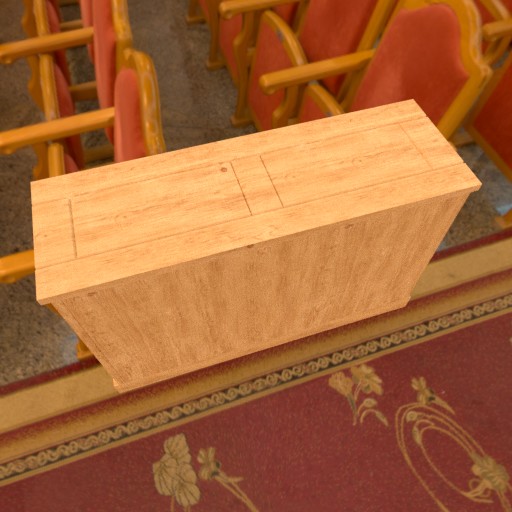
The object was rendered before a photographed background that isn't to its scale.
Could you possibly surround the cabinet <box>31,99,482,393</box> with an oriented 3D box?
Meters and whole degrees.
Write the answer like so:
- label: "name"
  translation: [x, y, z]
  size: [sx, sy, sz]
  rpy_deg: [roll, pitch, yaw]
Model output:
- label: "cabinet"
  translation: [0.000, 0.000, 1.701]
  size: [1.321, 0.810, 0.432]
  rpy_deg: [-15, 58, -10]
